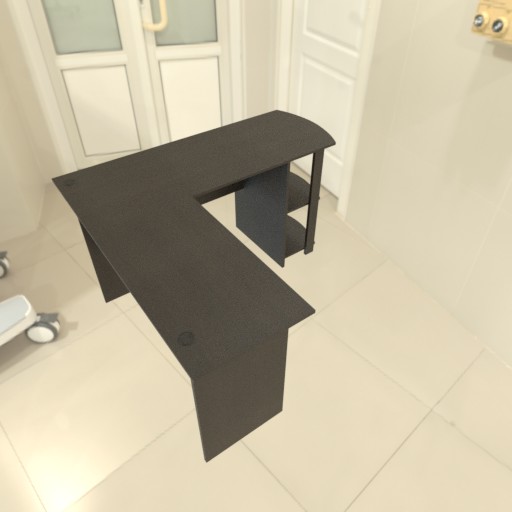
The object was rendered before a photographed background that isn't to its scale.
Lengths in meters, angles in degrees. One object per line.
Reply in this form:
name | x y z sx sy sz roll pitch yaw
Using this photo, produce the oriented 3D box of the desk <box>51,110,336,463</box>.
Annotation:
desk | 0.000 0.000 2.158 1.361 0.716 1.303 -25 47 -26
